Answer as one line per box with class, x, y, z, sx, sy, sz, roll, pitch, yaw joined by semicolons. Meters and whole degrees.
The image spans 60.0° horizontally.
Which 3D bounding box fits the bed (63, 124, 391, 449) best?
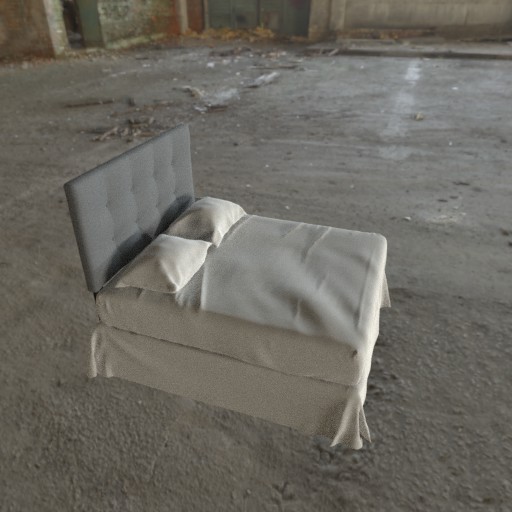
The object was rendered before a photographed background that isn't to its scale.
bed;0.000;0.000;3.581;2.222;1.577;1.936;10;32;16
